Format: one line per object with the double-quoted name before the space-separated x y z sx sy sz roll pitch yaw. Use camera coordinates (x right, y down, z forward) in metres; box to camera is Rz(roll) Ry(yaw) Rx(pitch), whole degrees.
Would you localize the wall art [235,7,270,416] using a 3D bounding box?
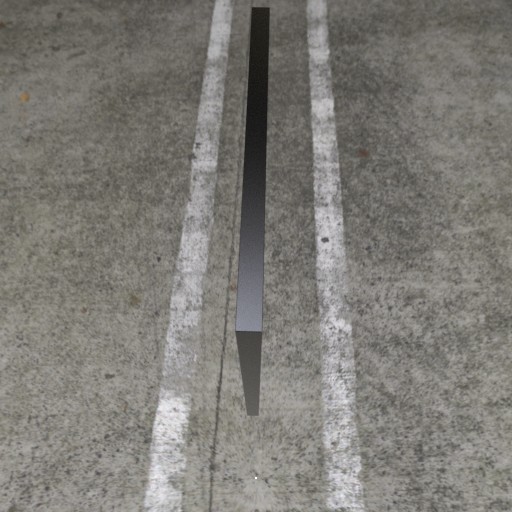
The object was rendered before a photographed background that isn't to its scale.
"wall art" 0.000 0.000 1.335 0.043 1.046 0.788 1 63 1
